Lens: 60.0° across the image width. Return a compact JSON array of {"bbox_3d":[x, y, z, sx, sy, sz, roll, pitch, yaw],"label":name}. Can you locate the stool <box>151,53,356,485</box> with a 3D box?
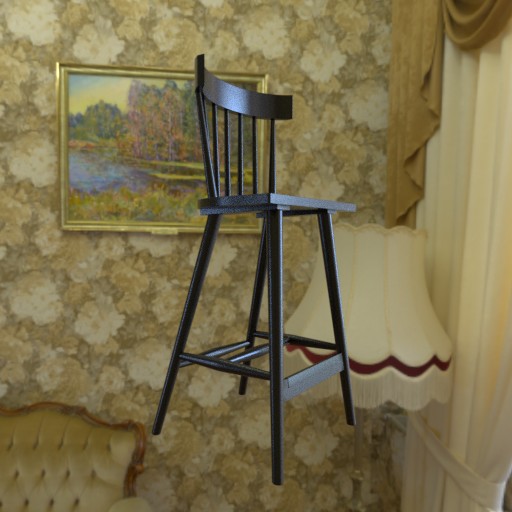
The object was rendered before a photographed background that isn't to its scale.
[{"bbox_3d":[0.000,0.000,1.374,0.483,1.092,0.482,2,3,37],"label":"stool"}]
